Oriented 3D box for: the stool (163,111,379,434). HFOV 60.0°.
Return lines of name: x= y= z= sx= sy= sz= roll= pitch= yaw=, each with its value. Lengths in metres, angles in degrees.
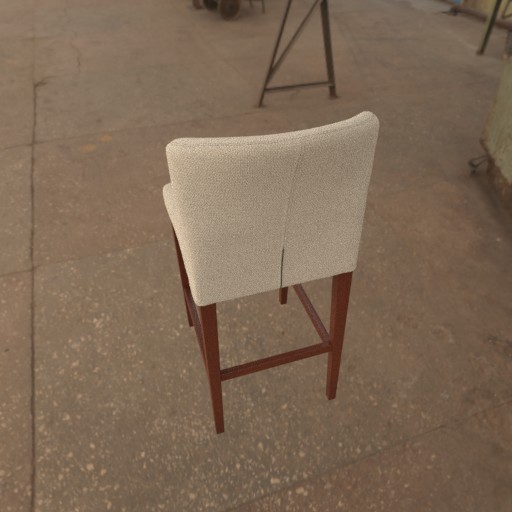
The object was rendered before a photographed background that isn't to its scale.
stool: x=0.000 y=0.000 z=1.381 sx=0.481 sy=1.069 sz=0.568 roll=-12 pitch=43 yaw=-13
